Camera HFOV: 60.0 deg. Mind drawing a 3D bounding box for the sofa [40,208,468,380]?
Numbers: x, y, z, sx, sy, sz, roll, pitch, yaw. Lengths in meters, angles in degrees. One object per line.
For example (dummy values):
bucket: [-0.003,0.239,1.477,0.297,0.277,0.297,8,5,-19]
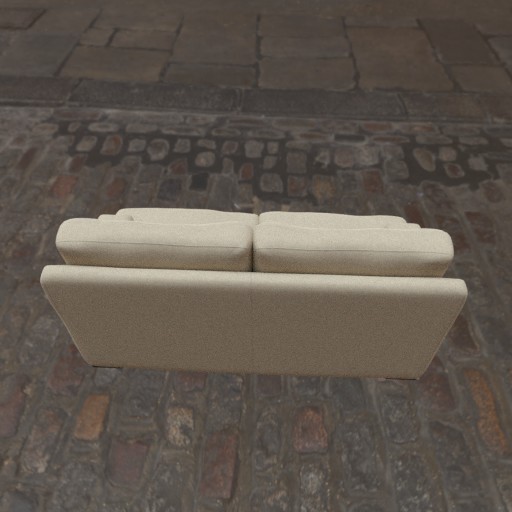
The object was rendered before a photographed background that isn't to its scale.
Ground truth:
sofa: [0.000,0.000,2.443,1.885,0.967,0.962,2,46,2]
